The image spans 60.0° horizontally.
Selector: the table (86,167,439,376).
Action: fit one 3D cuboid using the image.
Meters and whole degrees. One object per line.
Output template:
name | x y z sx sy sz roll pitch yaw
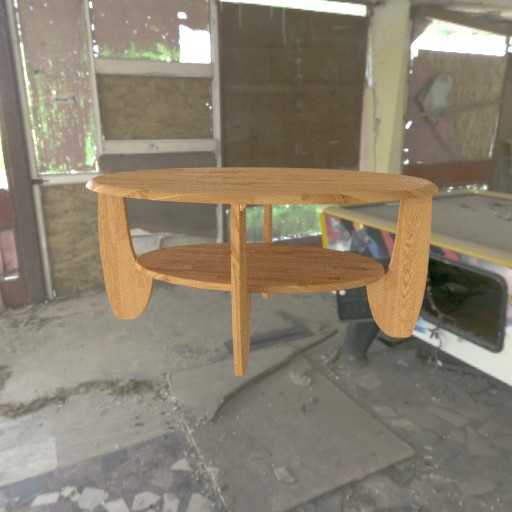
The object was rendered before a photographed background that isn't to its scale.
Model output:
table | 0.000 0.000 1.402 1.040 0.490 0.690 2 17 8
